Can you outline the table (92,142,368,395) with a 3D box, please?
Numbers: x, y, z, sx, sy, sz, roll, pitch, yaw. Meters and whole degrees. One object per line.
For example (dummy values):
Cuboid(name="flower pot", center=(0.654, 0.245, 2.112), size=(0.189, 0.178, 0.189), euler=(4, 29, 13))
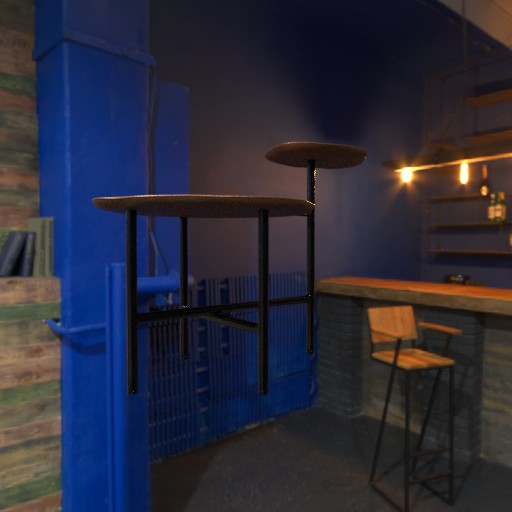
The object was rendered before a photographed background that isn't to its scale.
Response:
Cuboid(name="table", center=(0.000, 0.000, 1.070), size=(0.759, 0.538, 0.442), euler=(-1, 2, -37))
